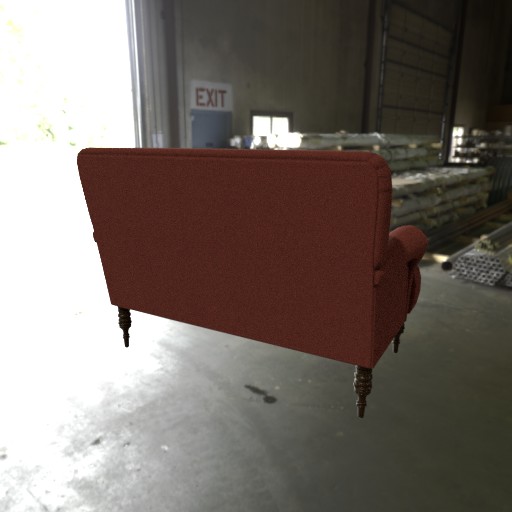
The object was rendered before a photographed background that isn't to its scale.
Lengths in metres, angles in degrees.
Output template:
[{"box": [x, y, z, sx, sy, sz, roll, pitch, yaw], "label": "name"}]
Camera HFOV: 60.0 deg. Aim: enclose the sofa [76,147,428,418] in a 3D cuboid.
[{"box": [0.000, 0.000, 1.852, 1.297, 0.889, 0.779, 8, 17, 28], "label": "sofa"}]
